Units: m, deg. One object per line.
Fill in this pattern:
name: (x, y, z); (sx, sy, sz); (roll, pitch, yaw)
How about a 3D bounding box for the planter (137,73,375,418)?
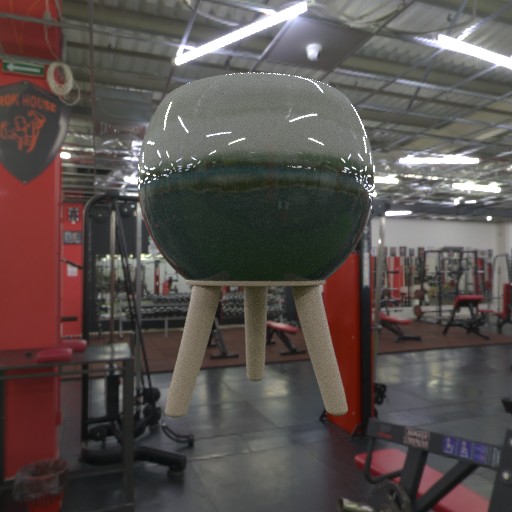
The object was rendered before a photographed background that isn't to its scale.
planter: (0.000, 0.000, 0.426); (0.222, 0.278, 0.222); (0, -2, 0)
